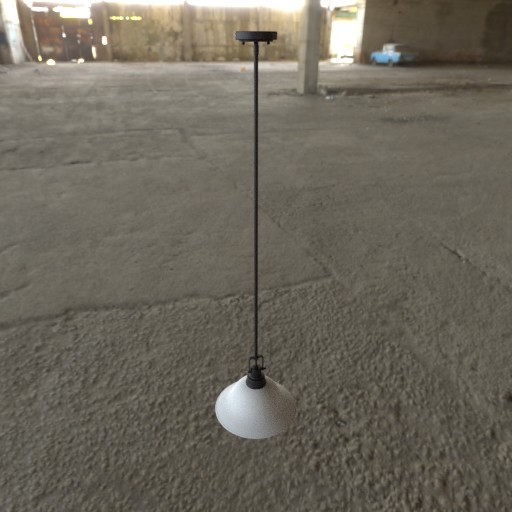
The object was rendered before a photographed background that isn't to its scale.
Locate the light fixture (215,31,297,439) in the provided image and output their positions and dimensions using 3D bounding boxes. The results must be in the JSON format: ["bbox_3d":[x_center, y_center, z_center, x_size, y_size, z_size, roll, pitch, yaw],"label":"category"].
[{"bbox_3d":[0.000,0.000,1.480,0.324,1.337,0.324,-8,27,-16],"label":"light fixture"}]
